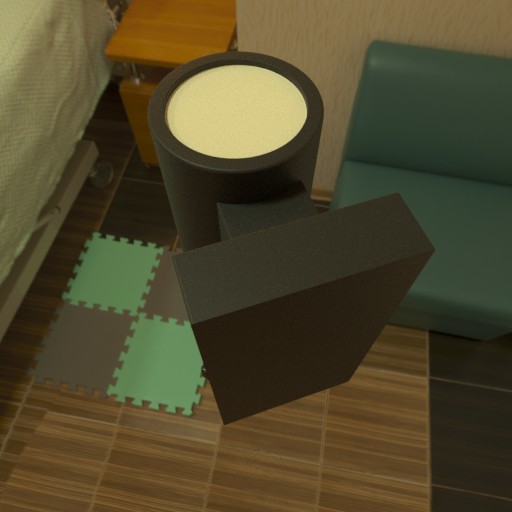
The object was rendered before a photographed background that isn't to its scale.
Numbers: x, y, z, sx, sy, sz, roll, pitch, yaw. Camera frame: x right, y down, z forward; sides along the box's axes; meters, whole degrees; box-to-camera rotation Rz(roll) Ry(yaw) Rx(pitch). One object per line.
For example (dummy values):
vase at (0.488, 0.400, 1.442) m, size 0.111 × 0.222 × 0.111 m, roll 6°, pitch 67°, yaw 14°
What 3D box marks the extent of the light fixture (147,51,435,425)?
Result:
light fixture at (0.000, 0.000, 0.265) m, size 0.098 × 0.179 × 0.138 m, roll -16°, pitch 60°, yaw -10°
